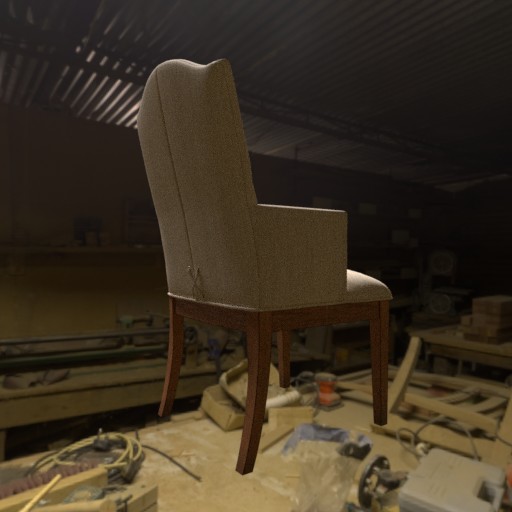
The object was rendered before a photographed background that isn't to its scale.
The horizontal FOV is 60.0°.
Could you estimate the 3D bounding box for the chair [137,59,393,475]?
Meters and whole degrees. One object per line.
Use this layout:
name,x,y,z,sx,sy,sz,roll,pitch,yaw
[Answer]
chair,0.000,0.000,1.347,0.641,1.016,0.533,0,0,-36
